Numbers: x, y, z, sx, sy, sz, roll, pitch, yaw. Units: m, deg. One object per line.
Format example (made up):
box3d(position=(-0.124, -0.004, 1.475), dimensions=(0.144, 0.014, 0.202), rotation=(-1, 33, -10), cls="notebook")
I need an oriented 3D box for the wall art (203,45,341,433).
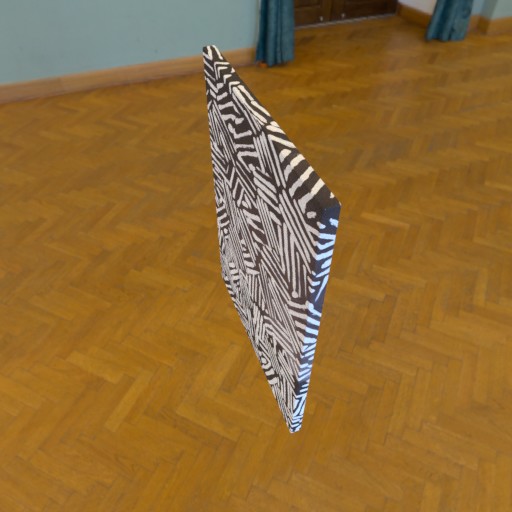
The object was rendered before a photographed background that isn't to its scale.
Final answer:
box3d(position=(0.000, 0.000, 1.407), dimensions=(0.038, 1.017, 0.765), rotation=(-16, 49, -14), cls="wall art")
